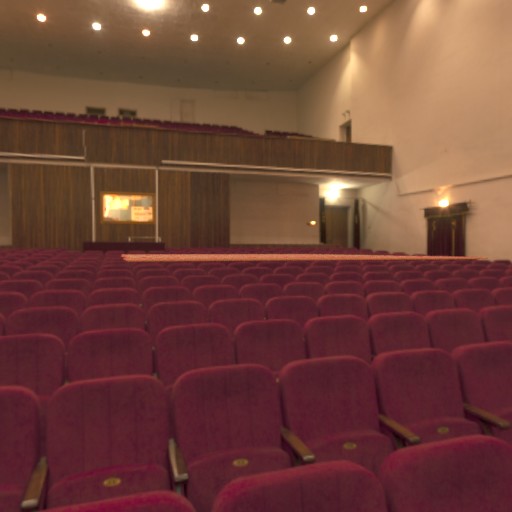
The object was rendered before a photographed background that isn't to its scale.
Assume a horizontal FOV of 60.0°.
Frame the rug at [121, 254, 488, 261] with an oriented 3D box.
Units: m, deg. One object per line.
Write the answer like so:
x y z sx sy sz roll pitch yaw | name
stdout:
0.000 0.000 4.190 2.441 0.016 3.095 0 1 -17 | rug
